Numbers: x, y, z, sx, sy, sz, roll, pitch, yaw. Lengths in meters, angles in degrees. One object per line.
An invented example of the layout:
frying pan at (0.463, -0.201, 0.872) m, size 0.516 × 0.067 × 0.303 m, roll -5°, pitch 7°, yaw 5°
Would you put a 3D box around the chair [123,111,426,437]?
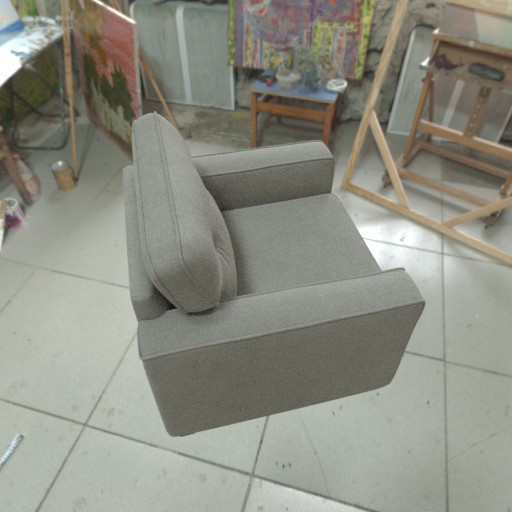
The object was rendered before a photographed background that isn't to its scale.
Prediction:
chair at (0.000, 0.000, 1.803) m, size 0.939 × 0.965 × 1.015 m, roll -10°, pitch 47°, yaw -9°
